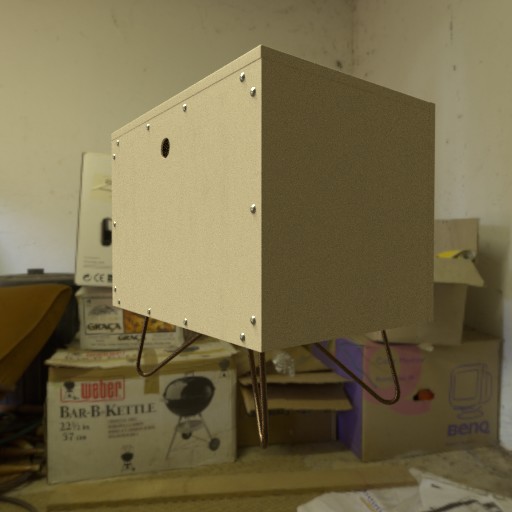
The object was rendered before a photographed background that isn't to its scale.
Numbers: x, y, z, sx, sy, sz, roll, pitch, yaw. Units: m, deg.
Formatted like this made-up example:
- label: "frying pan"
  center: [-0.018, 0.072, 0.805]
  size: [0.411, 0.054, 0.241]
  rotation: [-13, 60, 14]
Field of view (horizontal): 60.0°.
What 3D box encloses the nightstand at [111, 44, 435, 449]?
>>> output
- label: "nightstand"
  center: [0.000, 0.000, 0.998]
  size: [0.447, 0.604, 0.614]
  rotation: [-1, 2, -37]
